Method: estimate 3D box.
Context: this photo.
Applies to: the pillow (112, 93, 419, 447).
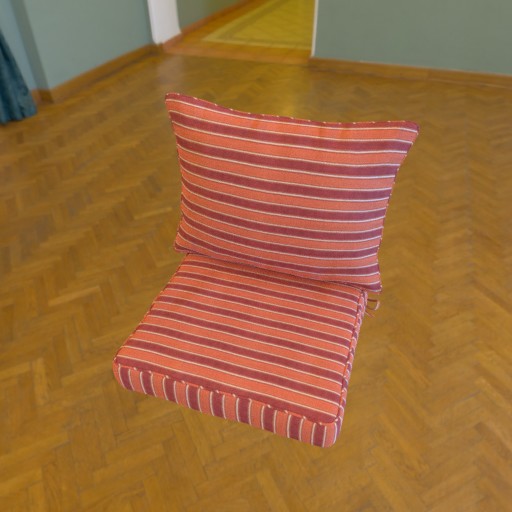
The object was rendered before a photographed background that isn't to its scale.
[{"bbox_3d":[0.000,0.000,1.348,0.799,0.723,0.733,12,40,14],"label":"pillow"}]
